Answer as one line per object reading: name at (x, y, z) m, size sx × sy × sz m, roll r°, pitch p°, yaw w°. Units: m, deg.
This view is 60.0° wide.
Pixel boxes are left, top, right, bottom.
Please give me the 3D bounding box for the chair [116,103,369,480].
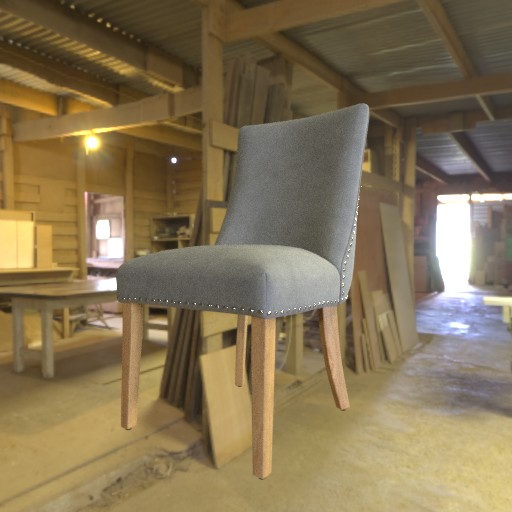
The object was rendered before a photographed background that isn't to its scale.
chair at (0.000, 0.000, 1.253) m, size 0.495 × 0.902 × 0.610 m, roll 1°, pitch 2°, yaw 35°
